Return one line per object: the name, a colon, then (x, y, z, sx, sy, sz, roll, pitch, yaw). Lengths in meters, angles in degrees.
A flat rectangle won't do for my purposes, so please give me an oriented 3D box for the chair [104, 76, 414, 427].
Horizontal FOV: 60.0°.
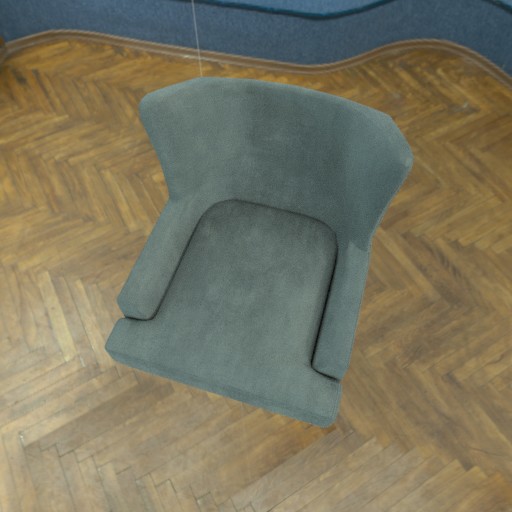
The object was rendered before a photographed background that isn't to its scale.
chair: (0.000, 0.000, 1.547, 0.784, 0.950, 0.906, 15, 60, 9)
